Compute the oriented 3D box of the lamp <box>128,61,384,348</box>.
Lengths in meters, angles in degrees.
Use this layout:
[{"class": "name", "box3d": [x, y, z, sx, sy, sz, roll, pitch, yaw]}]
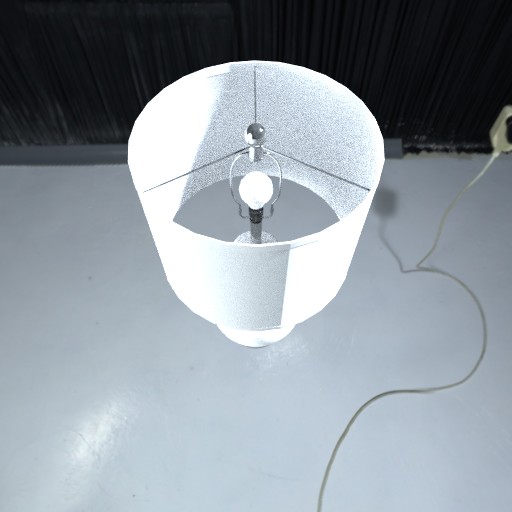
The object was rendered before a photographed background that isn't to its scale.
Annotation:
[{"class": "lamp", "box3d": [0.000, 0.000, 0.885, 0.357, 0.673, 0.357, -1, 58, 0]}]
